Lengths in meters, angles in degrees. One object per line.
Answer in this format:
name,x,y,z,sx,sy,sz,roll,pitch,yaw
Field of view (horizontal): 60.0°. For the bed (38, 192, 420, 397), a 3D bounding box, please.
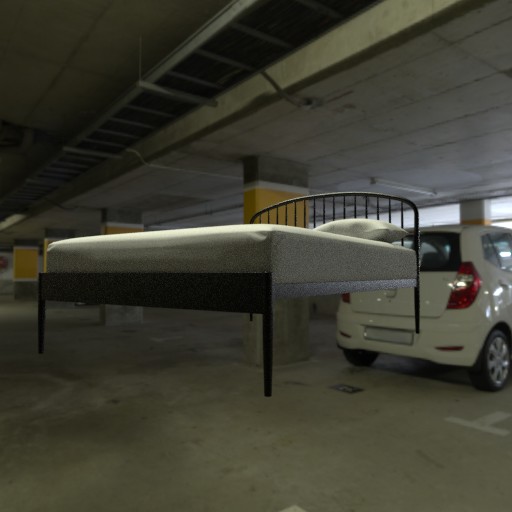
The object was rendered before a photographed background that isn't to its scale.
bed,0.000,0.000,3.020,1.618,1.166,2.159,-2,-3,35
